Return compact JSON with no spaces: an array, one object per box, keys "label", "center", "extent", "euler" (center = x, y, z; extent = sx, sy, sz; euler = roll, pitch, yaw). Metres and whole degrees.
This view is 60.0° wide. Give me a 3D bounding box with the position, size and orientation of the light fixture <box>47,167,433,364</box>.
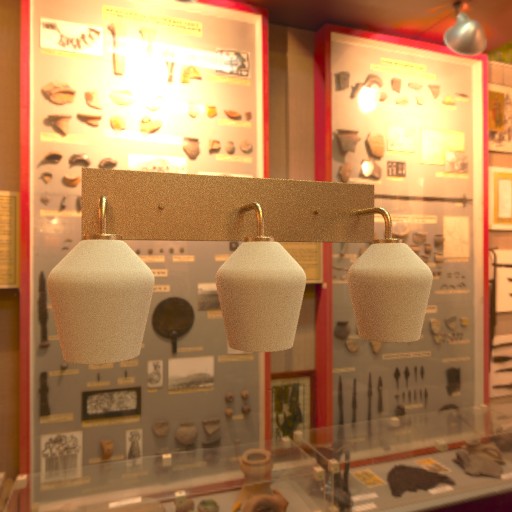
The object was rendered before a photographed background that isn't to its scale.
[{"label":"light fixture","center":[0.000,0.000,0.717],"extent":[0.609,0.280,0.190],"euler":[0,0,-18]}]
